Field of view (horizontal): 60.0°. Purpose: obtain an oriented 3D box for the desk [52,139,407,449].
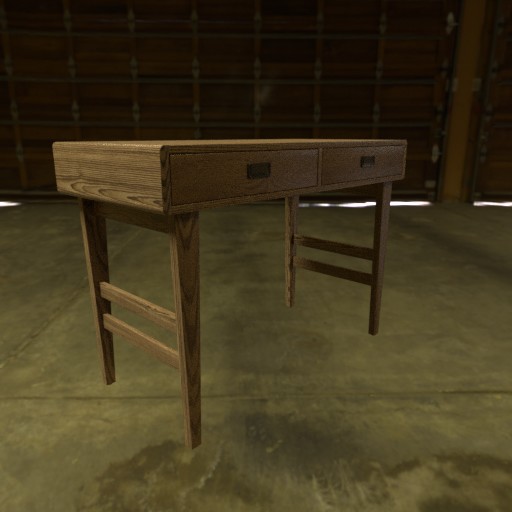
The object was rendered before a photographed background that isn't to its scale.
[{"bbox_3d":[0.000,0.000,1.502,0.508,0.755,1.067,14,21,42],"label":"desk"}]
